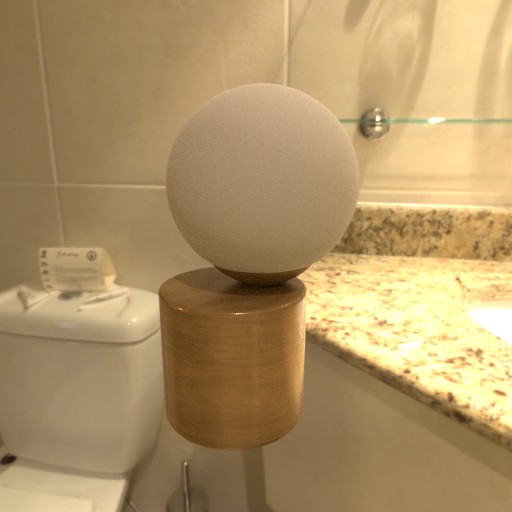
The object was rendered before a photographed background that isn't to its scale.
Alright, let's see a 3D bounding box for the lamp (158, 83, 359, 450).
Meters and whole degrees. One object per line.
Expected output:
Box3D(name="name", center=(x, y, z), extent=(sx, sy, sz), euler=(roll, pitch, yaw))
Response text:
Box3D(name="lamp", center=(0.000, 0.000, 0.343), extent=(0.152, 0.250, 0.141), euler=(-7, 17, -26))
